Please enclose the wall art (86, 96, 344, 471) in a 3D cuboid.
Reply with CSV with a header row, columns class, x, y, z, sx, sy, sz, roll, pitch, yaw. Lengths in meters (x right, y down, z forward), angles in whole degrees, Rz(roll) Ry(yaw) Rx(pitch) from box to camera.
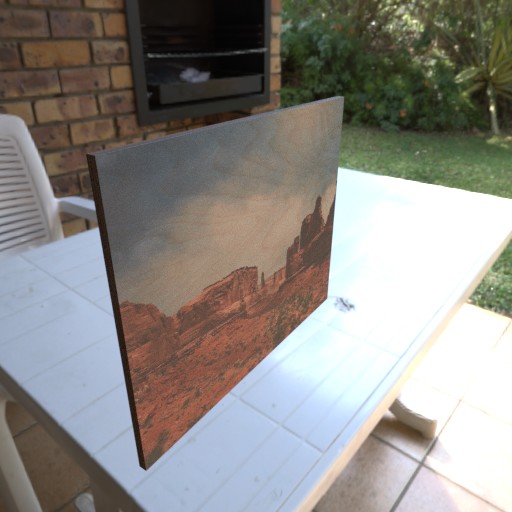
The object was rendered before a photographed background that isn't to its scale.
class,x,y,z,sx,sy,sz,roll,pitch,yaw
wall art,0.000,0.000,0.667,0.013,0.406,0.508,17,31,31
